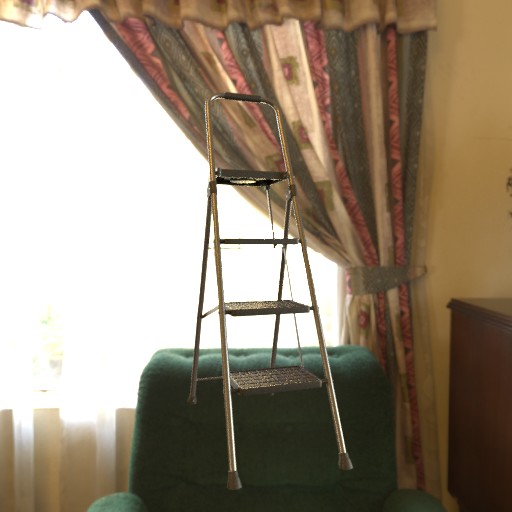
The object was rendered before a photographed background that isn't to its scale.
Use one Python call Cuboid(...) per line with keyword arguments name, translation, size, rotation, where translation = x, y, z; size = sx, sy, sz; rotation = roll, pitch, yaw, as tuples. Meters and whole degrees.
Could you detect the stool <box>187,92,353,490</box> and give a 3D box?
Cuboid(name="stool", translation=(0.000, 0.000, 1.615), size=(0.396, 1.277, 0.733), rotation=(-1, 2, -18))
